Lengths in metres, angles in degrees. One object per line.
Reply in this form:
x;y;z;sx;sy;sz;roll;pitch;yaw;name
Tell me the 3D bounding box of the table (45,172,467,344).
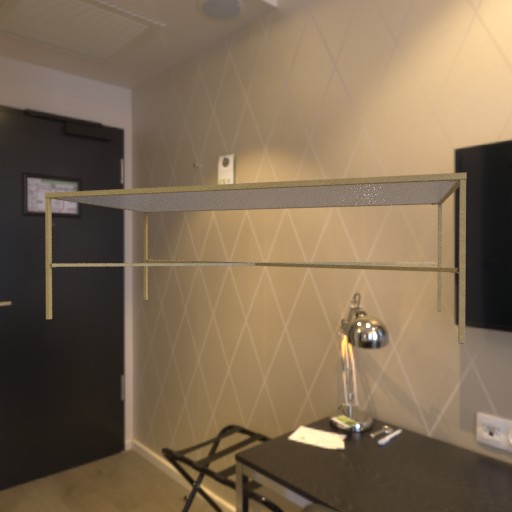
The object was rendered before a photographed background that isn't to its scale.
0.000;0.000;1.486;1.206;0.398;0.580;0;1;18;table
